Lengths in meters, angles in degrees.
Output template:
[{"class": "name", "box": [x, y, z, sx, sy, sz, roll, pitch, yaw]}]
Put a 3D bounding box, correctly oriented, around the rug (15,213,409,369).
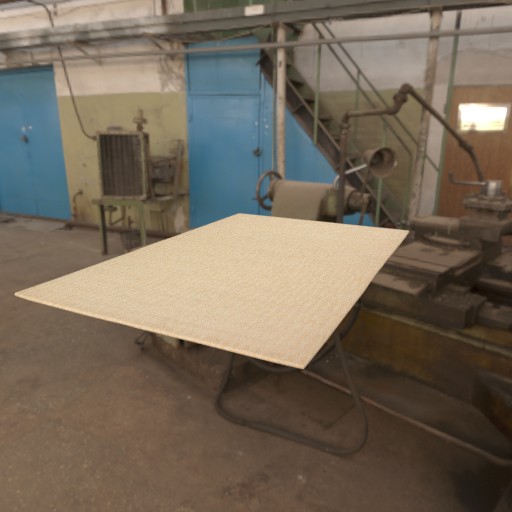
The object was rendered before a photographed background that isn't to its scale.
[{"class": "rug", "box": [0.000, 0.000, 2.278, 1.238, 0.014, 1.848, 8, 19, 26]}]
